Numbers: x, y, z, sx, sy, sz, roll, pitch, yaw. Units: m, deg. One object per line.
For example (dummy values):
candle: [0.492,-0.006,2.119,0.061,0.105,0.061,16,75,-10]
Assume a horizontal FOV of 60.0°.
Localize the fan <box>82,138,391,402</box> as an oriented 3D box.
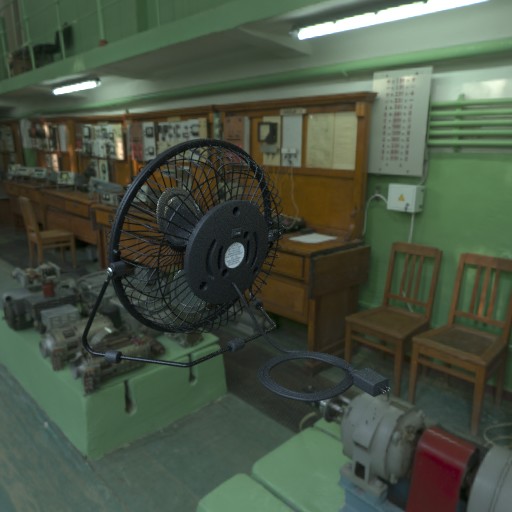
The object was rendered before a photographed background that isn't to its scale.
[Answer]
fan: [0.000,0.000,0.364,0.227,0.188,0.209,14,20,43]
